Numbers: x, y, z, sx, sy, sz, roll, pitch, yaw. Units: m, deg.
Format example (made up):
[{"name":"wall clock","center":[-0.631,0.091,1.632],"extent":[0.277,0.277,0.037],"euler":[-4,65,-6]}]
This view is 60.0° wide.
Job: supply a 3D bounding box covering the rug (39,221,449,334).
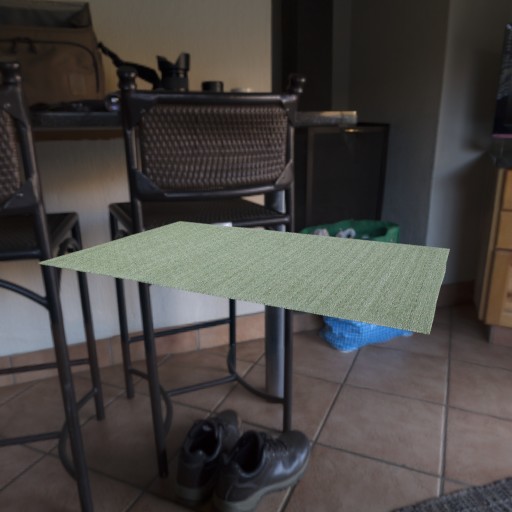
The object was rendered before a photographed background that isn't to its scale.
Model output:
[{"name":"rug","center":[0.000,0.000,2.231],"extent":[1.747,0.006,1.143],"euler":[7,17,25]}]
